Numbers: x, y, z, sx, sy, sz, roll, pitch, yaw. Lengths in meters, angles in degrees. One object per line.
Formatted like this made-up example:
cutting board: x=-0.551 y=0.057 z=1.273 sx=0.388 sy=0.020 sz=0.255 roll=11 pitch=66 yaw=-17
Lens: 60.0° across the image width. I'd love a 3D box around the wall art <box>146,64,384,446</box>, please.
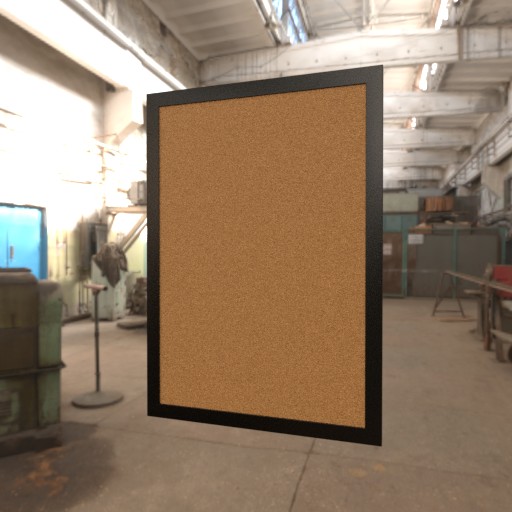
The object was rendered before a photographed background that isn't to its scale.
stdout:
wall art: x=0.000 y=0.000 z=0.840 sx=0.462 sy=0.656 sz=0.019 roll=0 pitch=1 yaw=18
